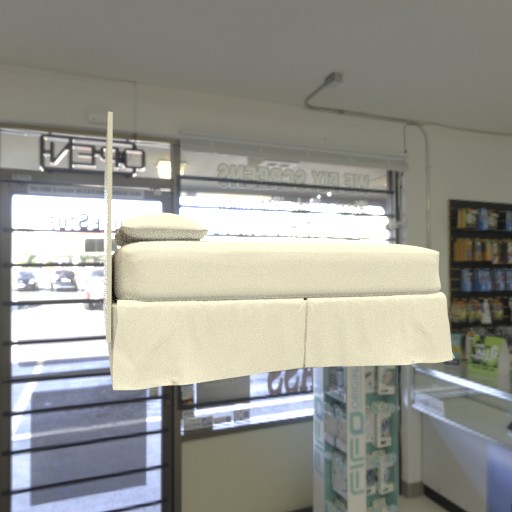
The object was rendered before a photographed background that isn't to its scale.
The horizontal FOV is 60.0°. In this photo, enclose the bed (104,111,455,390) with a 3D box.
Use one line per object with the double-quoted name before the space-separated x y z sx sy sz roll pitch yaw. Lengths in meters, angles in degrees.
"bed" 0.000 0.000 3.247 2.094 1.335 1.745 0 -1 -19
